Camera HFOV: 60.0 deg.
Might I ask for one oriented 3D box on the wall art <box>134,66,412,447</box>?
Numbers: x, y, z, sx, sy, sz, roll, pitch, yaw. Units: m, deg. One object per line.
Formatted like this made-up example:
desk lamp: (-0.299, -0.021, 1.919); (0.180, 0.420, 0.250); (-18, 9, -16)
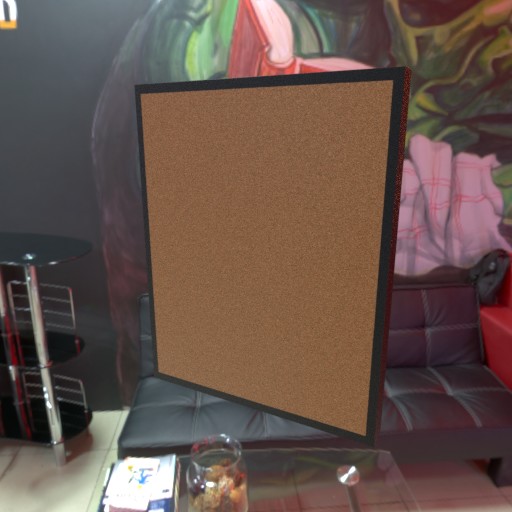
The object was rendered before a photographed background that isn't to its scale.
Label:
wall art: (0.000, 0.000, 0.493); (0.294, 0.369, 0.030); (8, 17, 27)
